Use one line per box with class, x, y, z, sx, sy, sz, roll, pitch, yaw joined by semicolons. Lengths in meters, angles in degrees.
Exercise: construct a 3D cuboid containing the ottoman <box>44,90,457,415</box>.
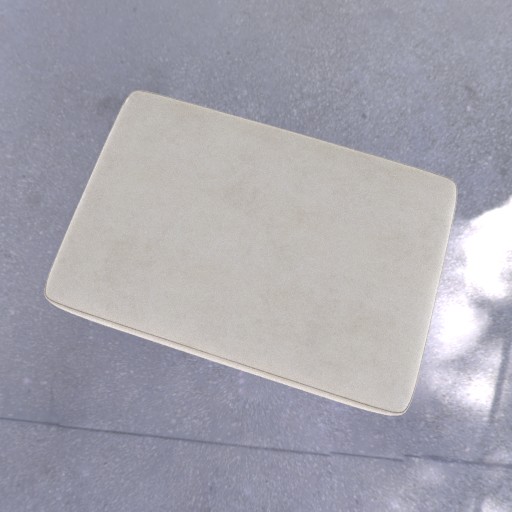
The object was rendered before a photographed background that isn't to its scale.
ottoman;0.000;0.000;1.189;0.864;0.483;0.584;17;77;4
